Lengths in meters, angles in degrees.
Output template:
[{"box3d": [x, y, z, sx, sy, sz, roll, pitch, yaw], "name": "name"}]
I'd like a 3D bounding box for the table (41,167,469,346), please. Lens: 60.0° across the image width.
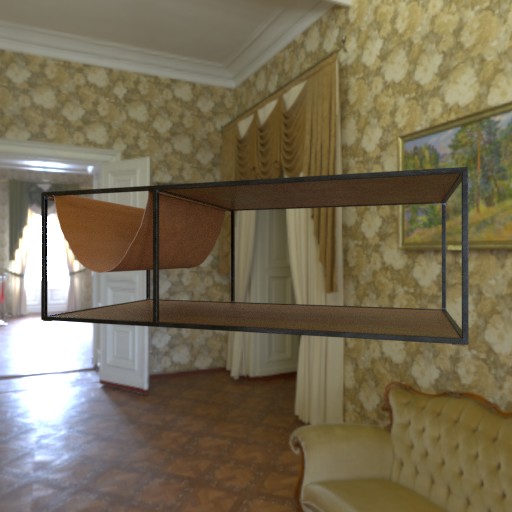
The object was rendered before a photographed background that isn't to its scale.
[{"box3d": [0.000, 0.000, 1.460, 1.199, 0.403, 0.597, 0, 0, 19], "name": "table"}]
